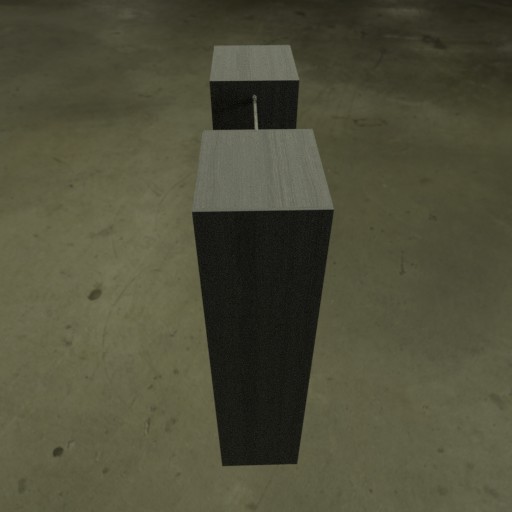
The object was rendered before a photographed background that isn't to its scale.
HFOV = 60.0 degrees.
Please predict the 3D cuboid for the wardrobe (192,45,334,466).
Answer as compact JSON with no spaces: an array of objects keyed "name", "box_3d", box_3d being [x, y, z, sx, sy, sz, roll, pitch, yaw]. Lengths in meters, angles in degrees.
[{"name":"wardrobe","box_3d":[0.000,0.000,2.819,0.480,2.000,1.770,-1,42,-1]}]
